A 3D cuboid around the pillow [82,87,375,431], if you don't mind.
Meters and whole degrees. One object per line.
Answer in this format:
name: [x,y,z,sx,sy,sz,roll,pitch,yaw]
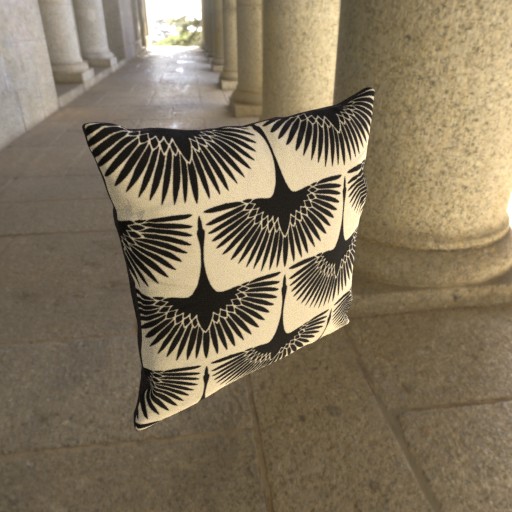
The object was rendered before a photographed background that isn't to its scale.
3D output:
pillow: [0.000,0.000,0.648,0.432,0.432,0.139,-20,34,-32]
